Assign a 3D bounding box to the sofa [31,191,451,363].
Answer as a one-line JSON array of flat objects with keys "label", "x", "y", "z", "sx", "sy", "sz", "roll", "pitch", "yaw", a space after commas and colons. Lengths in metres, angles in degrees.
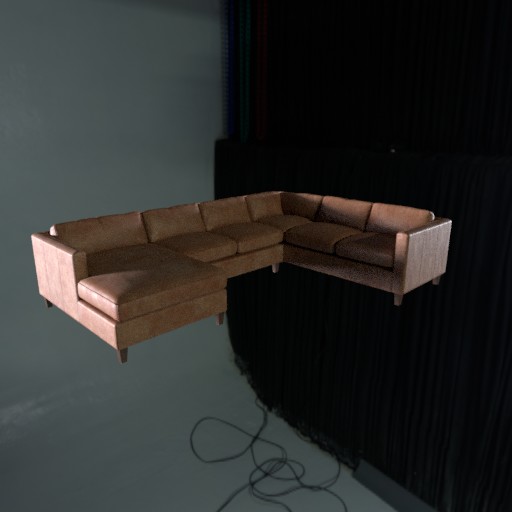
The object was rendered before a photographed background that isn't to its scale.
[{"label": "sofa", "x": 0.000, "y": 0.000, "z": 4.438, "sx": 3.401, "sy": 0.832, "sz": 2.430, "roll": -16, "pitch": 23, "yaw": -42}]
